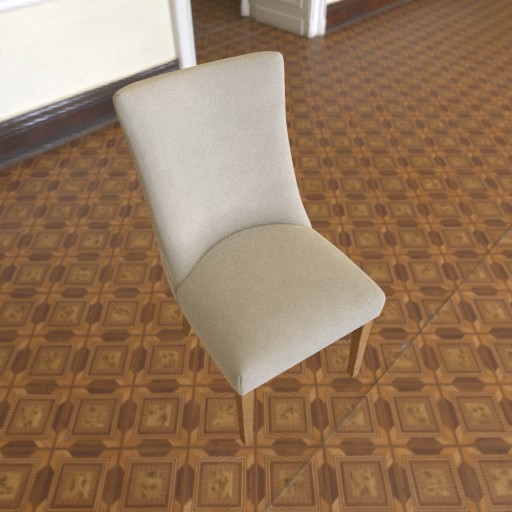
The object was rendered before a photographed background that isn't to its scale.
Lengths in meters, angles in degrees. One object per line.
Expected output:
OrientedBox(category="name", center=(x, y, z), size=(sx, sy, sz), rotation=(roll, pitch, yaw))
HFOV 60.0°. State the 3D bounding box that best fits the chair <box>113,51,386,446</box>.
OrientedBox(category="chair", center=(0.000, 0.000, 1.275), size=(0.495, 0.902, 0.610), rotation=(-24, 50, -22))
